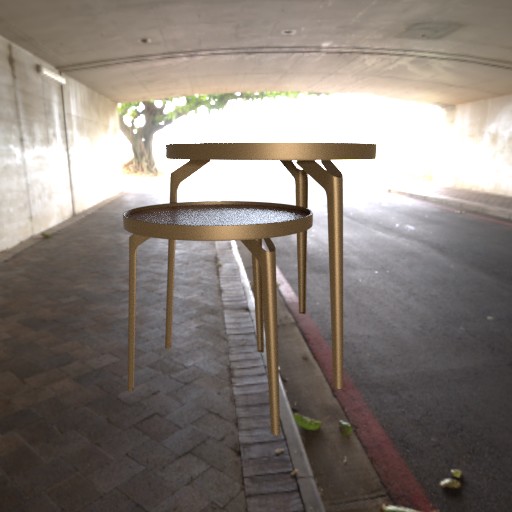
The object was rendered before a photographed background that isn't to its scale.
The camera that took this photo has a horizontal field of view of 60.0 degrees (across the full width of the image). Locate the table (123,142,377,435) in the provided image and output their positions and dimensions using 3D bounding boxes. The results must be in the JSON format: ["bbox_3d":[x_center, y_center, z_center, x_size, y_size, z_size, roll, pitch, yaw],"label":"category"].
[{"bbox_3d":[0.000,0.000,1.132,0.532,0.555,0.751,6,15,25],"label":"table"}]
